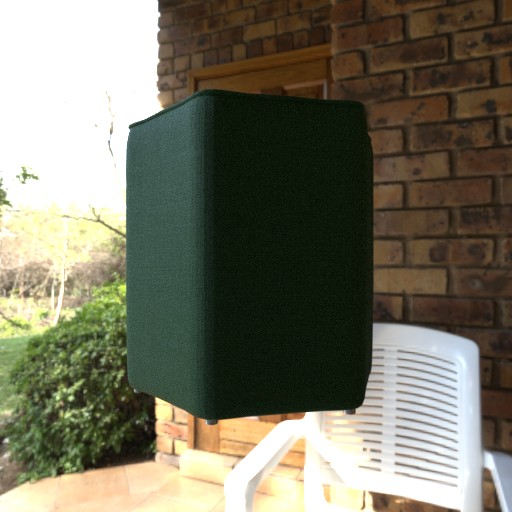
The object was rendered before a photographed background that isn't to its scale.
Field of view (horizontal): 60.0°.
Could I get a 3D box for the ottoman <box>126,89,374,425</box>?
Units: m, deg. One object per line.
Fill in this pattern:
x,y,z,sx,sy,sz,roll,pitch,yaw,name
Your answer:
0.000,0.000,0.881,0.444,0.507,0.499,0,-1,18,ottoman
